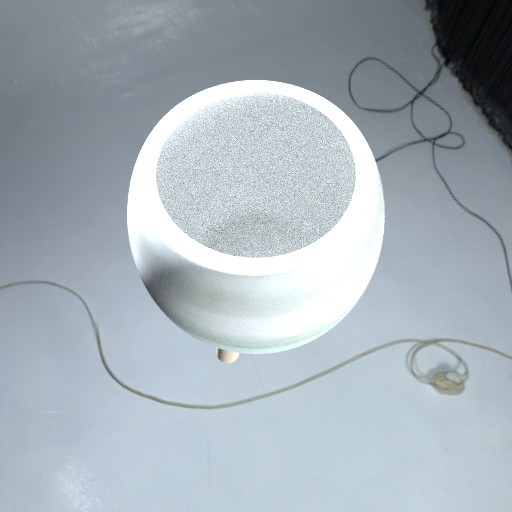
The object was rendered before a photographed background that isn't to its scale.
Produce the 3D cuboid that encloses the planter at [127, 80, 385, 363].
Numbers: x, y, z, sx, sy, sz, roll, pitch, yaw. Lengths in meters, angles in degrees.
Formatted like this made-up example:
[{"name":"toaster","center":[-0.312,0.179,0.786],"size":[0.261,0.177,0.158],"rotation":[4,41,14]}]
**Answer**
[{"name":"planter","center":[0.000,0.000,0.334],"size":[0.161,0.224,0.161],"rotation":[0,65,0]}]
